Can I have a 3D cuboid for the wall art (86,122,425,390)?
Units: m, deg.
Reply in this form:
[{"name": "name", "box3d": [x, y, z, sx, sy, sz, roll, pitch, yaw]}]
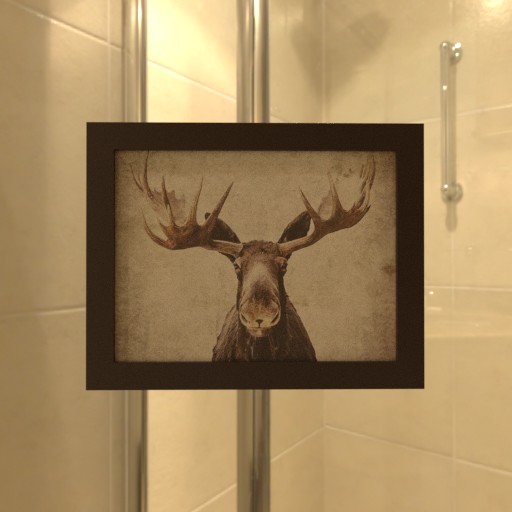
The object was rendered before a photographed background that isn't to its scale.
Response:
[{"name": "wall art", "box3d": [0.000, 0.000, 1.597, 1.207, 0.952, 0.034, 0, 0, -1]}]
